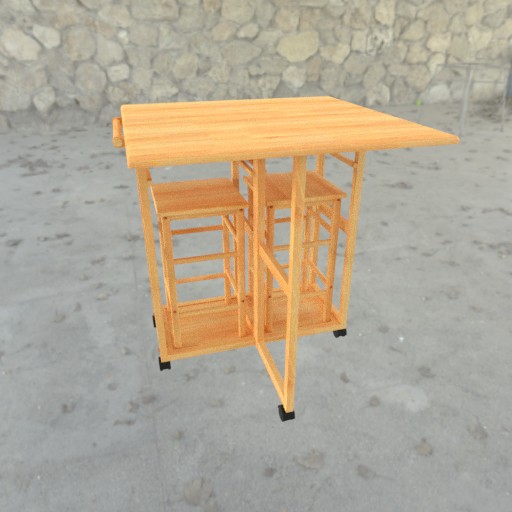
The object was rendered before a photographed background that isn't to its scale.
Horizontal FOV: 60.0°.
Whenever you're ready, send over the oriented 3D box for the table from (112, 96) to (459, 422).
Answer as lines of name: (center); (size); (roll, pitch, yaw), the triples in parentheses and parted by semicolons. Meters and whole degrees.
table: (0.000, 0.000, 1.378); (0.752, 0.832, 0.693); (-8, 28, -14)
